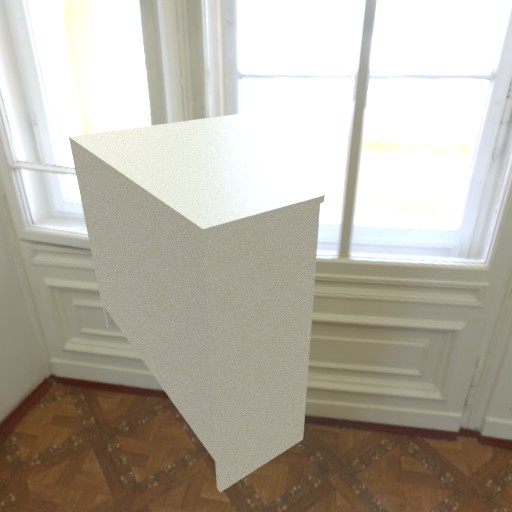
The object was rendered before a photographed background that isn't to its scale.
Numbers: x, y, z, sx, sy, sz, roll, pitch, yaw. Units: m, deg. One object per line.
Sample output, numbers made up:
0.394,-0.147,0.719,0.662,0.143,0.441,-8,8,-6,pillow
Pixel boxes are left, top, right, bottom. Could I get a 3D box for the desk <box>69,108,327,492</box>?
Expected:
0.000,0.000,1.630,0.926,0.818,0.940,-19,33,-31,desk
